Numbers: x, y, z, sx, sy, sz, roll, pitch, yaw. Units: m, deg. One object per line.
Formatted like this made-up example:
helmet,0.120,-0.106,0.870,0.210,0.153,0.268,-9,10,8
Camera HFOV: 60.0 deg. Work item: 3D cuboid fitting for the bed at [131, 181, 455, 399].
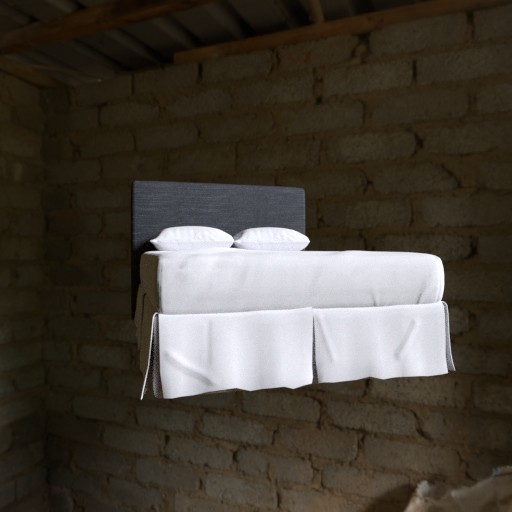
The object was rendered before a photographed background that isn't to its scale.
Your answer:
bed,0.000,0.000,3.217,1.723,1.330,2.142,0,1,-17
